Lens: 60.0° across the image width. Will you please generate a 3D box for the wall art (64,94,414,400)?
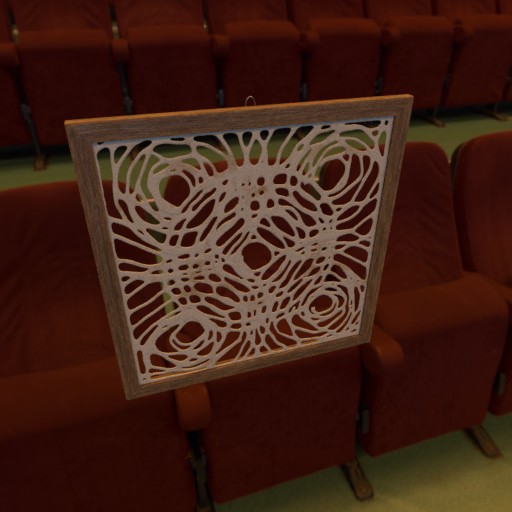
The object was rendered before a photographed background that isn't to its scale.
[{"bbox_3d":[0.000,0.000,0.834,0.561,0.576,0.021,-10,33,-15],"label":"wall art"}]
